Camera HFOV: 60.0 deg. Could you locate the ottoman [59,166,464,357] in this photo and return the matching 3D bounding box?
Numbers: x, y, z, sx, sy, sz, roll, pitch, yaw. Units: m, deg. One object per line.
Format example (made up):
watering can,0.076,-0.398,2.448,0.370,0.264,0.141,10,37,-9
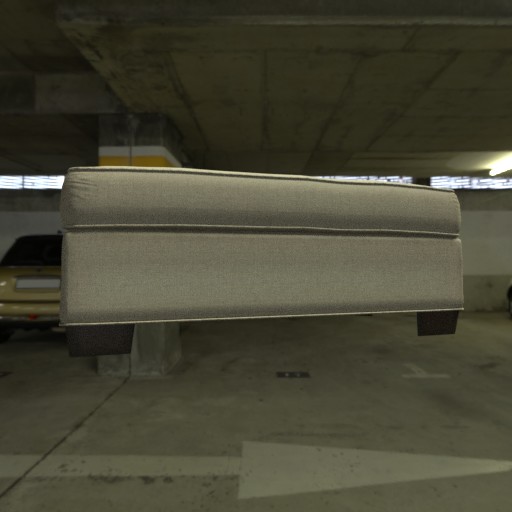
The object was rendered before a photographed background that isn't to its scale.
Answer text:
ottoman,0.000,0.000,1.418,1.097,0.461,0.617,0,-1,-18
